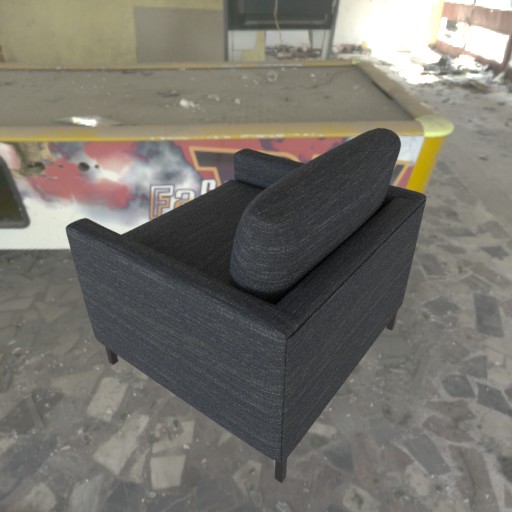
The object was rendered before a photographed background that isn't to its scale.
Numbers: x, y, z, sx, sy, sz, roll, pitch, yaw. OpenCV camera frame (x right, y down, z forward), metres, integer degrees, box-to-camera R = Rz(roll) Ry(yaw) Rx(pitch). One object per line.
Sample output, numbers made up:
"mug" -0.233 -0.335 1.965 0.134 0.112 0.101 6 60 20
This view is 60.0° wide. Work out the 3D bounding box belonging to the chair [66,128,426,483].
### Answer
"chair" 0.000 0.000 1.608 0.866 0.861 0.963 22 39 30
